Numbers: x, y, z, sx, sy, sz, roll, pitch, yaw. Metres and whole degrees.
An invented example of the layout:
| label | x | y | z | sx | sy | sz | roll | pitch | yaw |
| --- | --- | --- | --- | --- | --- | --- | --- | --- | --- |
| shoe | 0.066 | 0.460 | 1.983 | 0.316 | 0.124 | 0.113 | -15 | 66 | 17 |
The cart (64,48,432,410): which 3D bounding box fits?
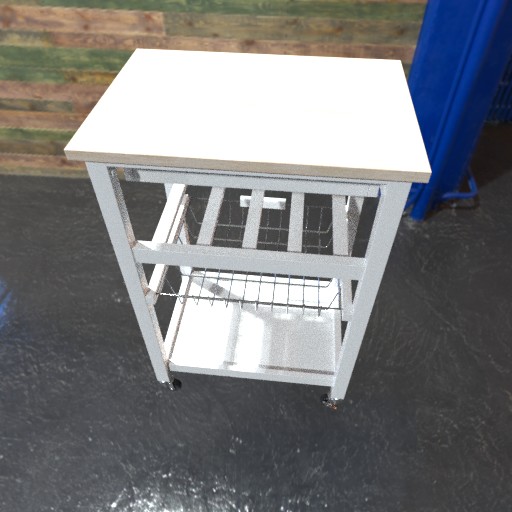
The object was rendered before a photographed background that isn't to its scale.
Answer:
| label | x | y | z | sx | sy | sz | roll | pitch | yaw |
| --- | --- | --- | --- | --- | --- | --- | --- | --- | --- |
| cart | 0.000 | 0.000 | 1.140 | 0.578 | 0.857 | 0.406 | 4 | 47 | 4 |
